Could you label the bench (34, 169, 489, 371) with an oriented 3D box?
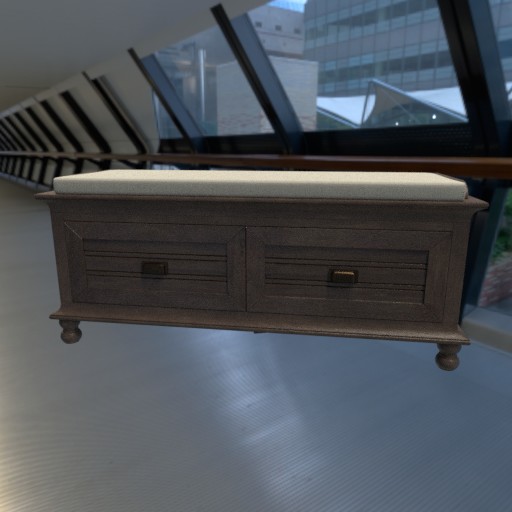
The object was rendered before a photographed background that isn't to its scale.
[{"bbox_3d":[0.000,0.000,1.384,1.185,0.501,0.402,2,15,8],"label":"bench"}]
